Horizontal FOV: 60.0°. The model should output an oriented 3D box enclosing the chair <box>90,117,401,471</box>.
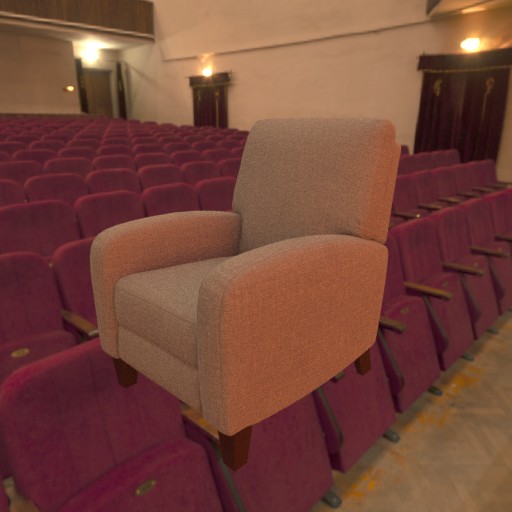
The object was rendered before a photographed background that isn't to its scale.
[{"bbox_3d":[0.000,0.000,1.658,0.762,0.990,0.990,16,23,42],"label":"chair"}]
